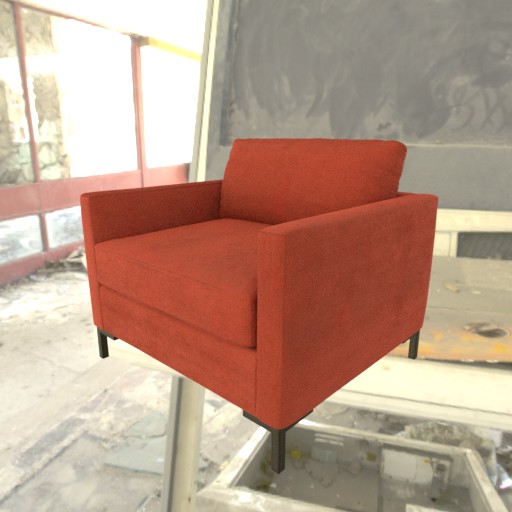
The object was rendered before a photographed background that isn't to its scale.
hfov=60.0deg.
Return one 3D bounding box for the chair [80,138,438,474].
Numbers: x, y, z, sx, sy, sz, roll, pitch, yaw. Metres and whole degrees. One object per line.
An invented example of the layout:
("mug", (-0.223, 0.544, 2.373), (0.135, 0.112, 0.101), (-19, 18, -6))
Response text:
("chair", (0.000, 0.000, 1.587), (0.964, 0.812, 0.875), (14, 21, 41))
